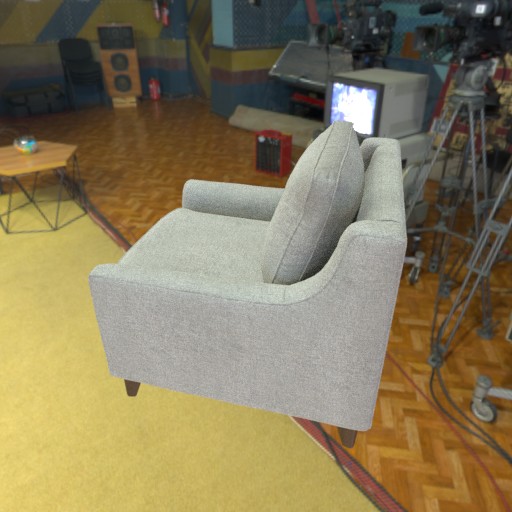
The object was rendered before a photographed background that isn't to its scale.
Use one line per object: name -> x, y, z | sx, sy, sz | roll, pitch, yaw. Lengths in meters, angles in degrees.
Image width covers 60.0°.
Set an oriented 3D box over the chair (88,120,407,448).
chair -> 0.000, 0.000, 1.600 | 0.918, 0.864, 0.838 | 7, 31, 12
